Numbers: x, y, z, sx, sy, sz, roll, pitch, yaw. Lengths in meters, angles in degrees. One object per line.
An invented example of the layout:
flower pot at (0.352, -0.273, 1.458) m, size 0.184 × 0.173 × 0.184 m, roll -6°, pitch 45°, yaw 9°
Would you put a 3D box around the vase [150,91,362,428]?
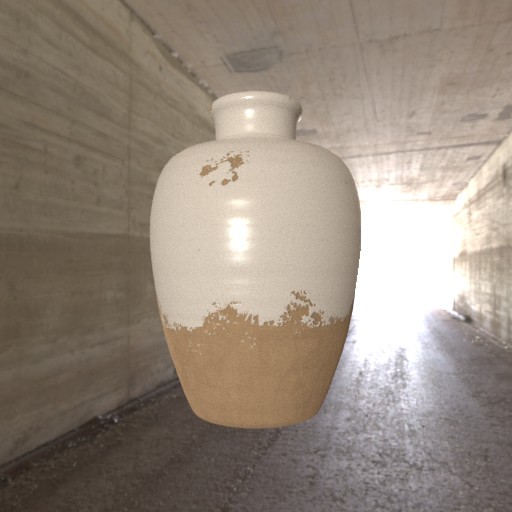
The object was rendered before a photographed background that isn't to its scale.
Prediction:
vase at (0.000, 0.000, 0.339) m, size 0.158 × 0.228 × 0.158 m, roll 0°, pitch -1°, yaw 0°
